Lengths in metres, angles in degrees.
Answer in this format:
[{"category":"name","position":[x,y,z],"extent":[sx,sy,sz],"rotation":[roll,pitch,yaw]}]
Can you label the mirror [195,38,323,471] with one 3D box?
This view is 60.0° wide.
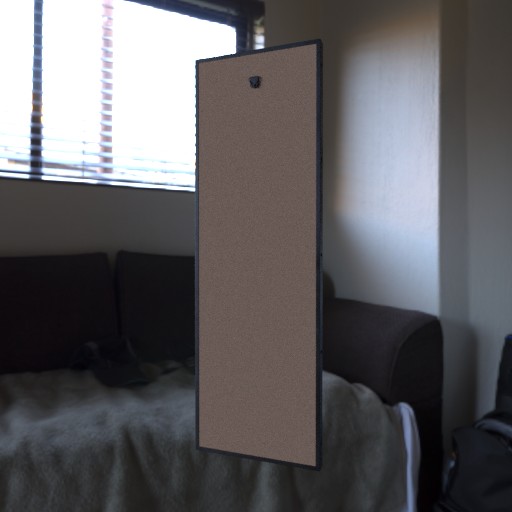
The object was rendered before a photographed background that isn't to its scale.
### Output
[{"category":"mirror","position":[0.000,0.000,1.172],"extent":[0.354,1.080,0.042],"rotation":[0,1,20]}]
